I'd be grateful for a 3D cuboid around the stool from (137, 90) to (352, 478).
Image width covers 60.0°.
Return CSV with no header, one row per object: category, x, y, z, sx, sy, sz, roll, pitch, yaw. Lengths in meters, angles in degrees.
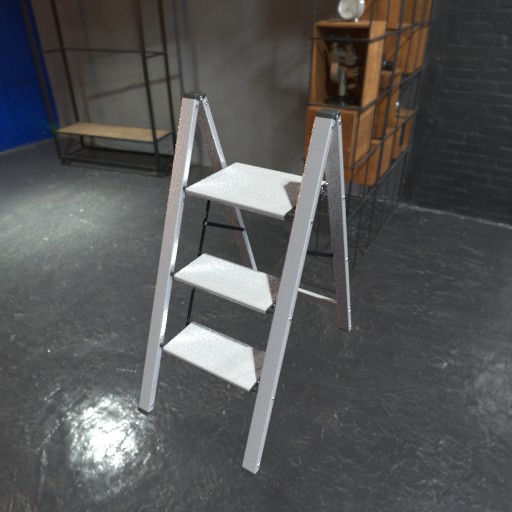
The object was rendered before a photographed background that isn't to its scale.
stool,0.000,0.000,1.336,0.441,0.902,0.730,18,35,27
